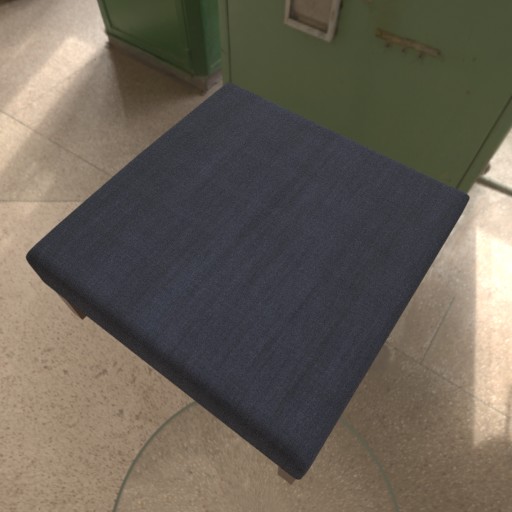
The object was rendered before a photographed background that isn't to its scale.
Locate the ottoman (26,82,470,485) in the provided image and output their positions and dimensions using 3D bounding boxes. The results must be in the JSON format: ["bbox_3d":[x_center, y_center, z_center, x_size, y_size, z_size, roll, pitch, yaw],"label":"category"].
[{"bbox_3d":[0.000,0.000,1.351,0.889,0.411,0.890,32,63,18],"label":"ottoman"}]
